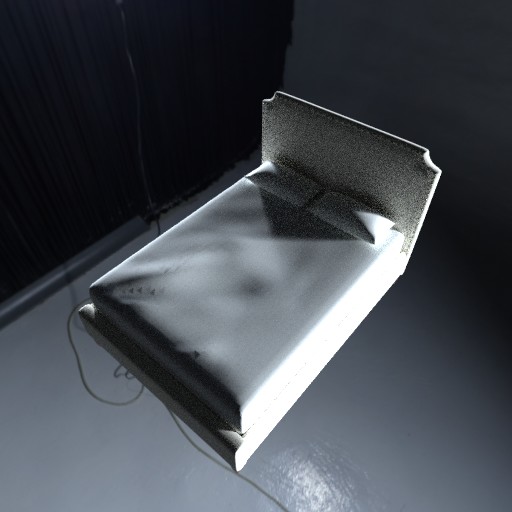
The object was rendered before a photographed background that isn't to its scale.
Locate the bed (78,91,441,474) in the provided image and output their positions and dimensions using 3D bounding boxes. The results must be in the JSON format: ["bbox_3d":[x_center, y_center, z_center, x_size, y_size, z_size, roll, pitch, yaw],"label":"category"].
[{"bbox_3d":[0.000,0.000,3.521,1.712,1.443,2.365,32,54,26],"label":"bed"}]
